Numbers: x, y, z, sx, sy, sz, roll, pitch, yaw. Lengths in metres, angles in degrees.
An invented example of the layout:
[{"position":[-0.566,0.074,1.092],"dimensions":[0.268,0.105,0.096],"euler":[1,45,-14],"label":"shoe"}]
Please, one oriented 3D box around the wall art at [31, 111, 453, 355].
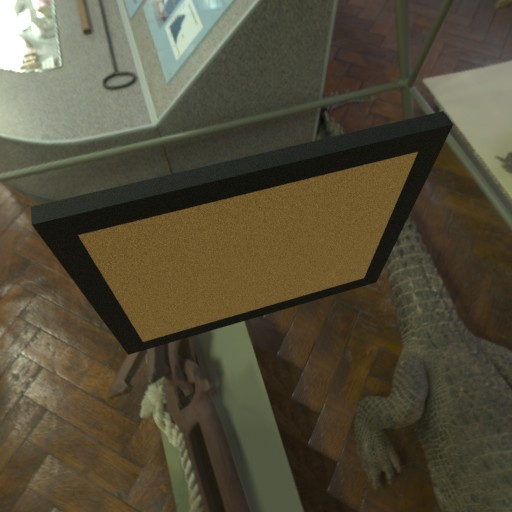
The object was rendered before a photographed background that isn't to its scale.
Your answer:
[{"position":[0.000,0.000,0.766],"dimensions":[0.561,0.460,0.028],"euler":[-15,60,-9],"label":"wall art"}]
